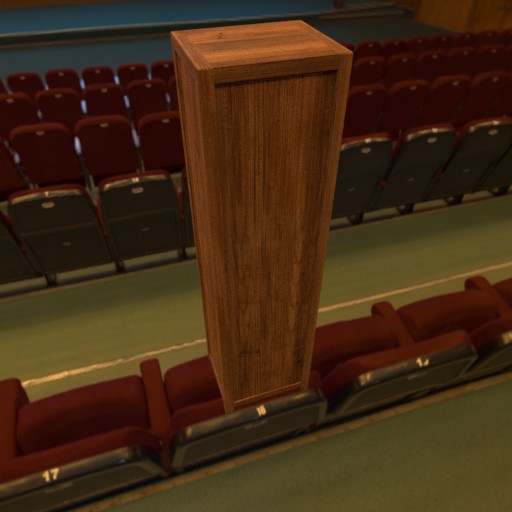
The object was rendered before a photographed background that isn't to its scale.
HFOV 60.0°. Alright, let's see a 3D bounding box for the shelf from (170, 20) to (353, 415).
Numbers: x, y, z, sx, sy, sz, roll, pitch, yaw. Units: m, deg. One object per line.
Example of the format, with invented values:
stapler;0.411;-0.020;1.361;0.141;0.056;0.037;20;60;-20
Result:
shelf;0.000;0.000;2.101;0.500;1.900;0.428;-13;43;-14
